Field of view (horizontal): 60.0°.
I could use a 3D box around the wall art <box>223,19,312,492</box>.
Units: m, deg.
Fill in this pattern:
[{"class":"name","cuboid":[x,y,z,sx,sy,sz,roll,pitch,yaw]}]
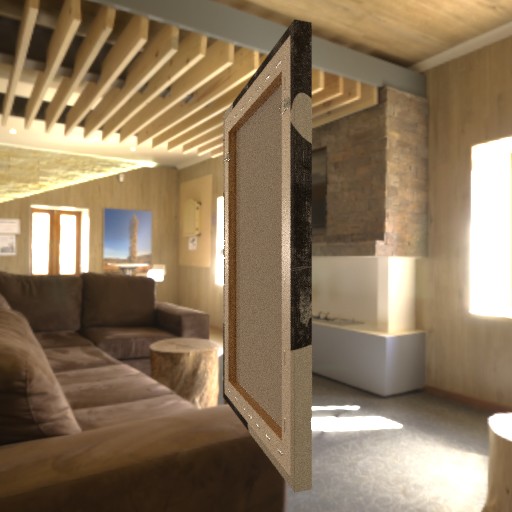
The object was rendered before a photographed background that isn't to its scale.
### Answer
[{"class":"wall art","cuboid":[0.000,0.000,1.152,0.041,0.915,0.610,0,0,-17]}]
